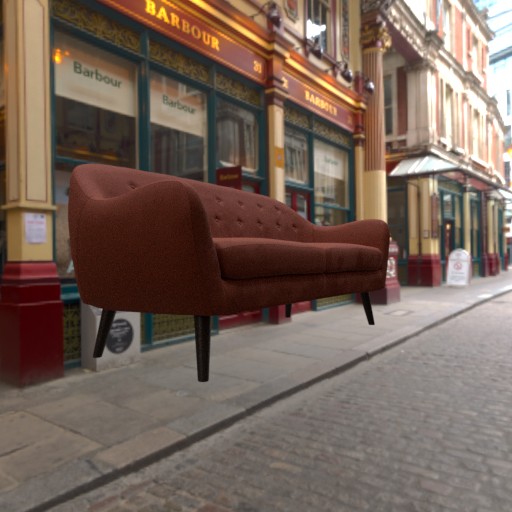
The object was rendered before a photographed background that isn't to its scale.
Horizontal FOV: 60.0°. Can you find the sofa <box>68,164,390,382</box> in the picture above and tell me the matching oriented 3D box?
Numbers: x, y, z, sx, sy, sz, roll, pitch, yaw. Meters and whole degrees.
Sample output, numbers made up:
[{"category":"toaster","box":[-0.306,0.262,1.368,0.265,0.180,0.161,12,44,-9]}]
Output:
[{"category":"sofa","box":[0.000,0.000,2.285,0.820,0.836,1.840,0,0,36]}]
